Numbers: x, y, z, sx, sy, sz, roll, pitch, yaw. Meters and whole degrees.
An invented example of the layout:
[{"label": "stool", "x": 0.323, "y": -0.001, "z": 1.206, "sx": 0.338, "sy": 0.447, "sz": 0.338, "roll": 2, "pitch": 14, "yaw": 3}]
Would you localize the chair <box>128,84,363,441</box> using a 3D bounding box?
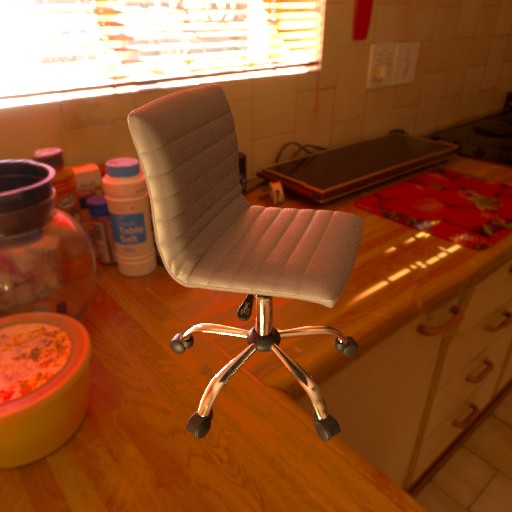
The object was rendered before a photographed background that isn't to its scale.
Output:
[{"label": "chair", "x": 0.000, "y": 0.000, "z": 1.098, "sx": 0.542, "sy": 0.750, "sz": 0.569, "roll": 10, "pitch": 31, "yaw": 17}]
